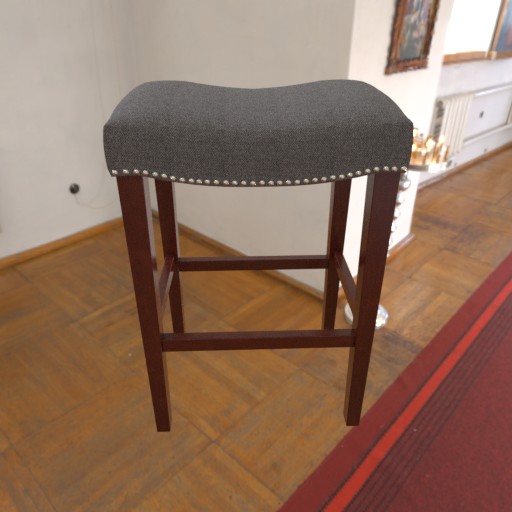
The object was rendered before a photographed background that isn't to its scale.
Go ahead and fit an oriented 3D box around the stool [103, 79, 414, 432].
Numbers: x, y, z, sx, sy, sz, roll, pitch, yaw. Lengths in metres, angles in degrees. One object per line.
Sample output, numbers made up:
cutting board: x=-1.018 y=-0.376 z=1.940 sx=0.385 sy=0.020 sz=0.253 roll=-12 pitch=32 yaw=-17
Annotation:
stool: x=0.000 y=0.000 z=1.021 sx=0.504 sy=0.742 sz=0.372 roll=-1 pitch=30 yaw=-2
